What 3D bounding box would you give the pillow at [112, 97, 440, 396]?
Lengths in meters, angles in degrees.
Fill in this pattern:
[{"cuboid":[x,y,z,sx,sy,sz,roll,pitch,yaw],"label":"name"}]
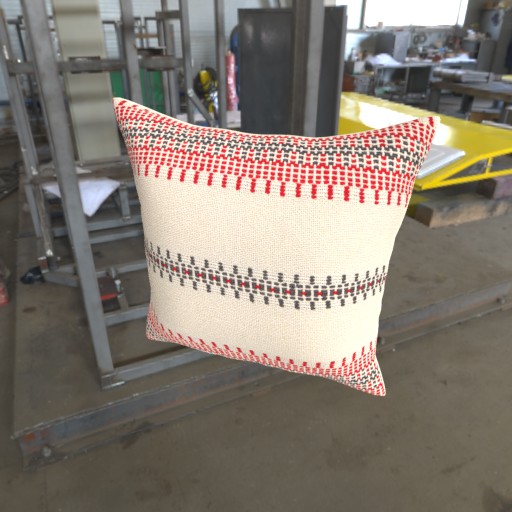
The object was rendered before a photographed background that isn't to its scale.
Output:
[{"cuboid":[0.000,0.000,0.699,0.463,0.454,0.160,10,30,17],"label":"pillow"}]
